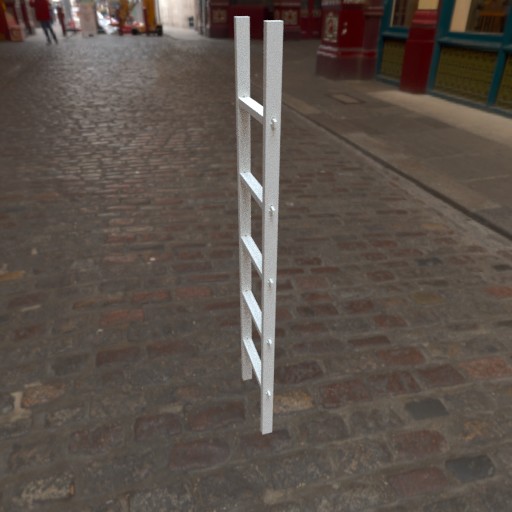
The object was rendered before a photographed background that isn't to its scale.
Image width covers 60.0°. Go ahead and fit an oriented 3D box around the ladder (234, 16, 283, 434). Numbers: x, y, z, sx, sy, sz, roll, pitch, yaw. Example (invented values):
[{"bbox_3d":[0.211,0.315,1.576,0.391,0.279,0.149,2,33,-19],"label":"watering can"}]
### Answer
[{"bbox_3d":[0.000,0.000,1.902,0.051,1.797,0.452,-8,31,-14],"label":"ladder"}]
